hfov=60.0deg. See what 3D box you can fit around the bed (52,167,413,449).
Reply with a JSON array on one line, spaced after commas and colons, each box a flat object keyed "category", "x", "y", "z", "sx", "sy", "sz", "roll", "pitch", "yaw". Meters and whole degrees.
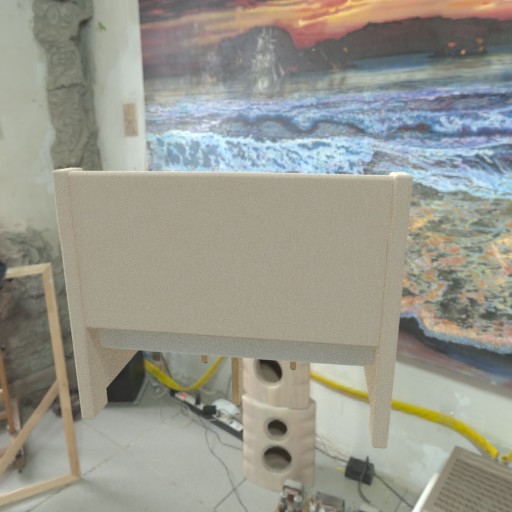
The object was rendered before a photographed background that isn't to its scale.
[{"category": "bed", "x": 0.000, "y": 0.000, "z": 3.411, "sx": 1.778, "sy": 1.471, "sz": 2.293, "roll": 2, "pitch": 16, "yaw": 8}]
